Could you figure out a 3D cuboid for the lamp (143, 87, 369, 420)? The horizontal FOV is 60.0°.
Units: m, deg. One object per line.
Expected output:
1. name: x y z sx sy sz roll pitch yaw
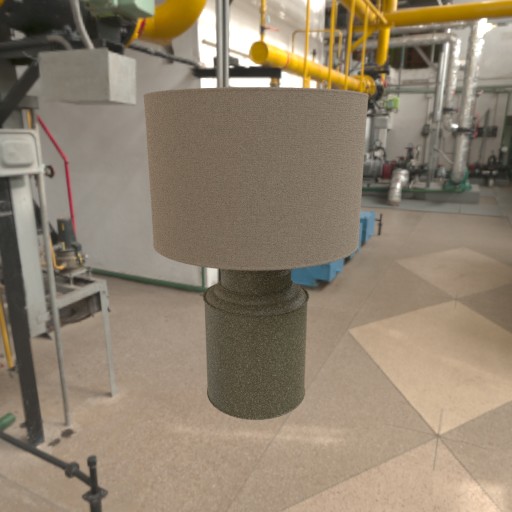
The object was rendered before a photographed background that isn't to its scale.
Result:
1. lamp: 0.000 0.000 0.710 0.318 0.486 0.318 0 16 0
